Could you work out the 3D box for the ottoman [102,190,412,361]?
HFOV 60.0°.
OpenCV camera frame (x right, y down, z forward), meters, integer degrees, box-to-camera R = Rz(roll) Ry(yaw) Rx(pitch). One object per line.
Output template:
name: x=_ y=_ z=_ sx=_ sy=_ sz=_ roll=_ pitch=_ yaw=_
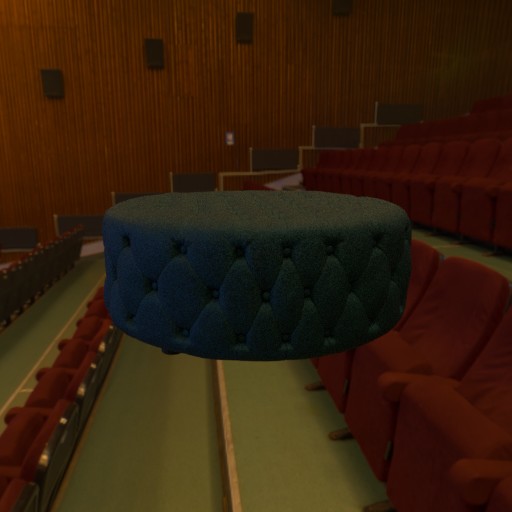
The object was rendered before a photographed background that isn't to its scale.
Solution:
ottoman: x=0.000 y=0.000 z=1.522 sx=0.998 sy=0.398 sz=0.998 roll=0 pitch=13 yaw=0
